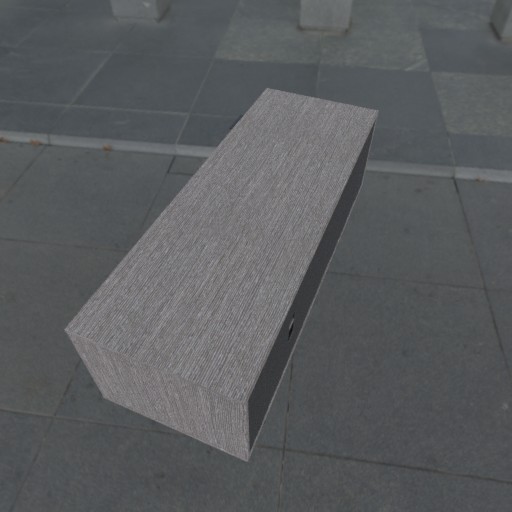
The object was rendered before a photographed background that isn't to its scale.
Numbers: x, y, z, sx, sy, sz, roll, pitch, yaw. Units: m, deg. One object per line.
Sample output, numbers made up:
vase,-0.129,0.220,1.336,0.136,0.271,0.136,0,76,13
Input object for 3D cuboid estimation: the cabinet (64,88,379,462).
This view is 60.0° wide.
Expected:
cabinet,0.000,0.000,1.628,0.500,0.599,1.300,17,50,15
